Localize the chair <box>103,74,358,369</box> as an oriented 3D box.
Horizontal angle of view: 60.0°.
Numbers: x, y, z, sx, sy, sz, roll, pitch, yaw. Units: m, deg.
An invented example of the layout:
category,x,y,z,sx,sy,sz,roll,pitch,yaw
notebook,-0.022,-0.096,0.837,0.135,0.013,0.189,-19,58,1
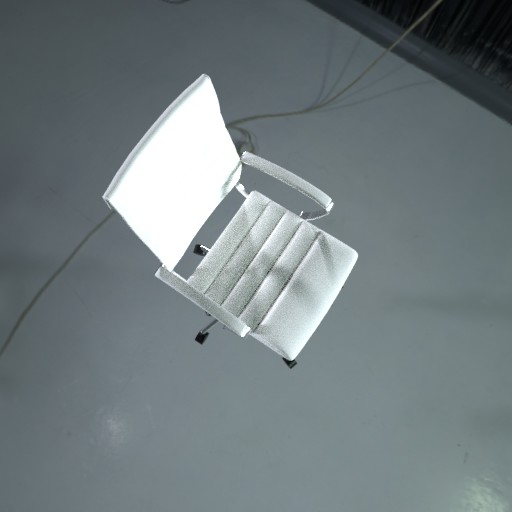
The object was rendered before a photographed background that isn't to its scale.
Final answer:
category,x,y,z,sx,sy,sz,roll,pitch,yaw
chair,0.000,0.000,1.658,0.739,1.149,0.766,33,77,9
